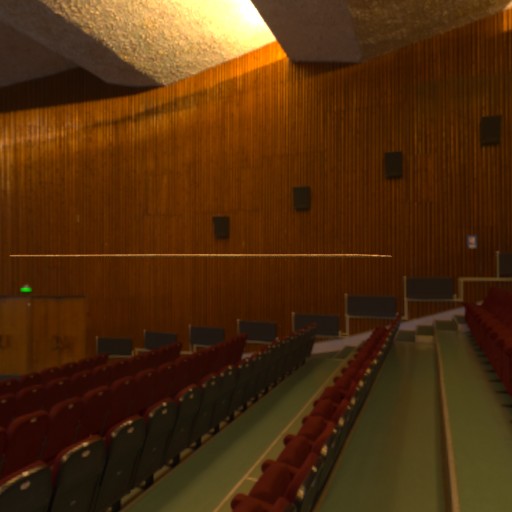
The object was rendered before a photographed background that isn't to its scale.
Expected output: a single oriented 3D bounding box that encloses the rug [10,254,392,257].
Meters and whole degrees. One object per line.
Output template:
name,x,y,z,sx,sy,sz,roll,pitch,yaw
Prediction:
rug,0.000,0.000,2.113,1.146,0.010,1.745,0,0,21
